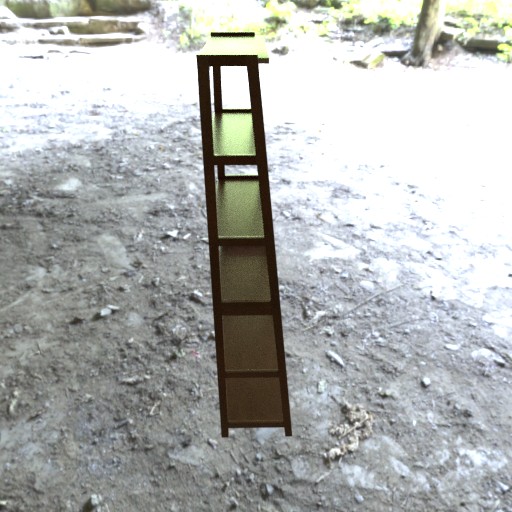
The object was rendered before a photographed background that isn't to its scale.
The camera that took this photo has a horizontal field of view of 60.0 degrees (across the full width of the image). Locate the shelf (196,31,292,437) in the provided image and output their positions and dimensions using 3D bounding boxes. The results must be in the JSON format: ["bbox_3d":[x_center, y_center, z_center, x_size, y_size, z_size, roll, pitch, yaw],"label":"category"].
[{"bbox_3d":[0.000,0.000,2.155,0.382,1.892,0.660,-1,32,-1],"label":"shelf"}]
